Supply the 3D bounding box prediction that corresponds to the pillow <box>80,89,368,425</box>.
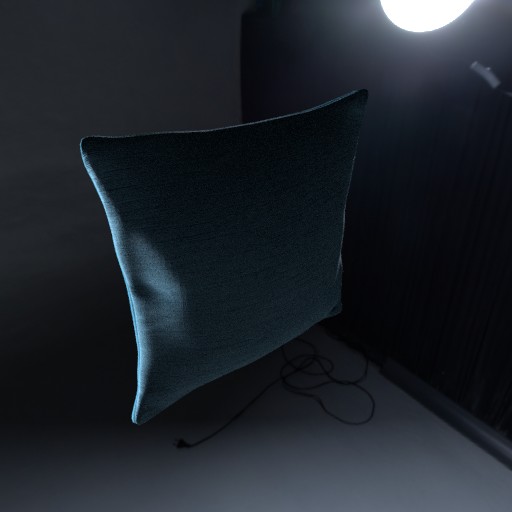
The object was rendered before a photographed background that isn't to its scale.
[{"bbox_3d":[0.000,0.000,0.642,0.433,0.415,0.151,-22,37,-33],"label":"pillow"}]
